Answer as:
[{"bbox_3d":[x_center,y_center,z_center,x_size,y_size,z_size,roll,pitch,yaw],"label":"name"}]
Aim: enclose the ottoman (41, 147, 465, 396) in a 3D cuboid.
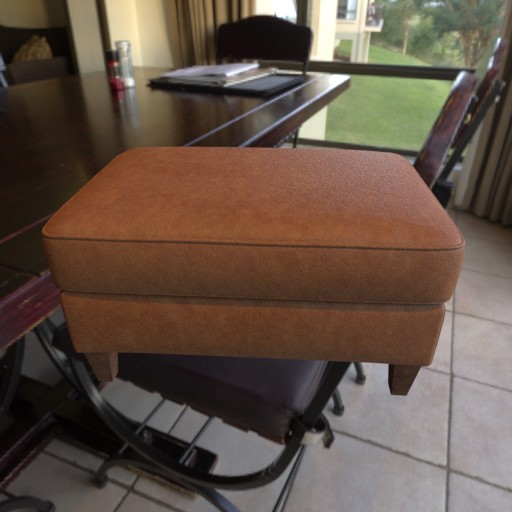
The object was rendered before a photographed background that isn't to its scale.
[{"bbox_3d":[0.000,0.000,1.180,0.864,0.483,0.584,2,31,3],"label":"ottoman"}]
